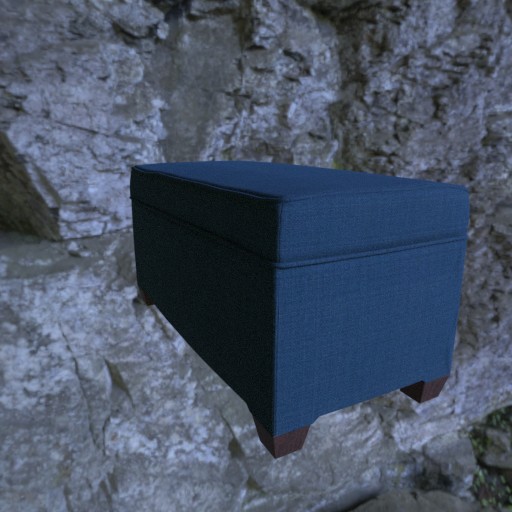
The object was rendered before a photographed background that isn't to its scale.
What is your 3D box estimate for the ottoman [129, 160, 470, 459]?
[{"bbox_3d":[0.000,0.000,1.178,0.474,0.474,0.943,-8,17,-27],"label":"ottoman"}]
